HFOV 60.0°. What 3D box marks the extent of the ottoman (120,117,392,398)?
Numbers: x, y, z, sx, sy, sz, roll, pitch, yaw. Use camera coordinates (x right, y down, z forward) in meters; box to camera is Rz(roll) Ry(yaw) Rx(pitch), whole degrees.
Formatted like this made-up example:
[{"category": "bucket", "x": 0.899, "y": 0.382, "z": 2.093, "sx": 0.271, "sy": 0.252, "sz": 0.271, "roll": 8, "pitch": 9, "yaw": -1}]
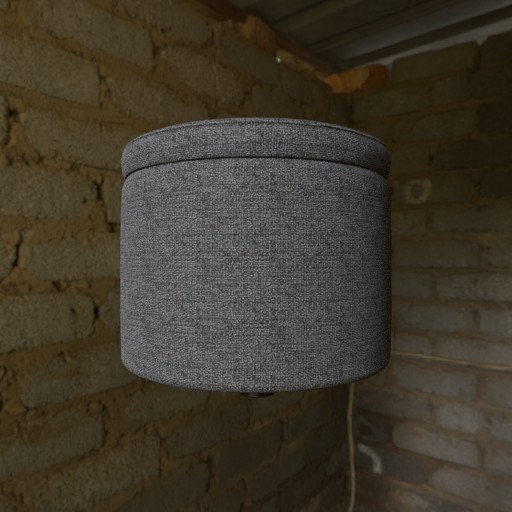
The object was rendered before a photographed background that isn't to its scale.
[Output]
[{"category": "ottoman", "x": 0.000, "y": 0.000, "z": 0.889, "sx": 0.520, "sy": 0.430, "sz": 0.520, "roll": 0, "pitch": 0, "yaw": 0}]
